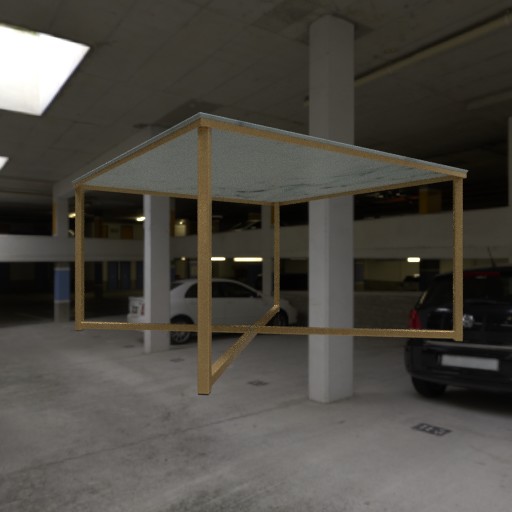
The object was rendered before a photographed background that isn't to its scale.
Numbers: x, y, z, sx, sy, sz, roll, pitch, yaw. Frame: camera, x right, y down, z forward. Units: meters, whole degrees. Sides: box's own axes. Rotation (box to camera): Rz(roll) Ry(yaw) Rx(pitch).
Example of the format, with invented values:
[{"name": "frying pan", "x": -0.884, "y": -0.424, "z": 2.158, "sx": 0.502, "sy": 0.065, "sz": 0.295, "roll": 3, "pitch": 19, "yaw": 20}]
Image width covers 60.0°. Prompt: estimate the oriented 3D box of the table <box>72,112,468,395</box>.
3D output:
[{"name": "table", "x": 0.000, "y": 0.000, "z": 1.255, "sx": 0.800, "sy": 0.450, "sz": 0.800, "roll": 0, "pitch": 0, "yaw": -36}]
